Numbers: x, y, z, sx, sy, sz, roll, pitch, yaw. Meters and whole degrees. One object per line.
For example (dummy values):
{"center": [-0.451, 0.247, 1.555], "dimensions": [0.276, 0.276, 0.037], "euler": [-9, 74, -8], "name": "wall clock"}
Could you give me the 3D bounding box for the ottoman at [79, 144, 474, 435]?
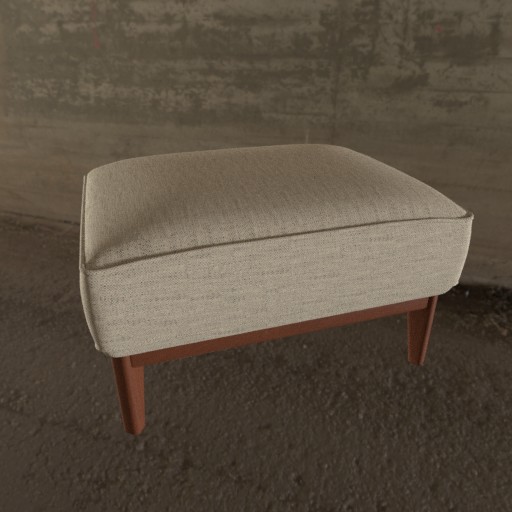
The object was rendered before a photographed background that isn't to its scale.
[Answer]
{"center": [0.000, 0.000, 1.122], "dimensions": [0.794, 0.465, 0.594], "euler": [-8, 28, -16], "name": "ottoman"}
